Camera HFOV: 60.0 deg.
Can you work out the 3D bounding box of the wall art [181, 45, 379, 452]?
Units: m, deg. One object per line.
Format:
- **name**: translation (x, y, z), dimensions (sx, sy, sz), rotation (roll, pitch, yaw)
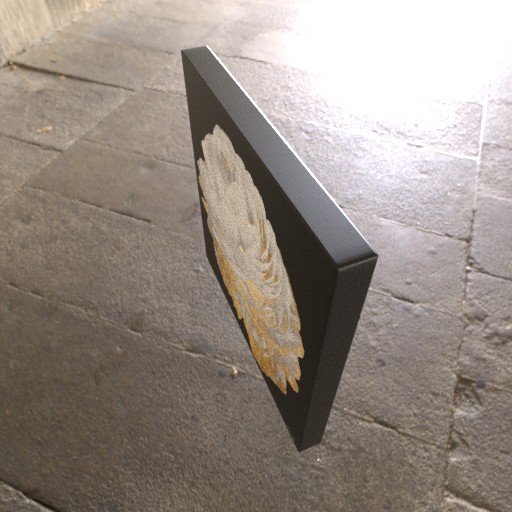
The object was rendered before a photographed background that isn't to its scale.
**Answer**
- **wall art**: translation (0.000, 0.000, 0.607), dimensions (0.041, 0.407, 0.406), rotation (-18, 51, -15)
